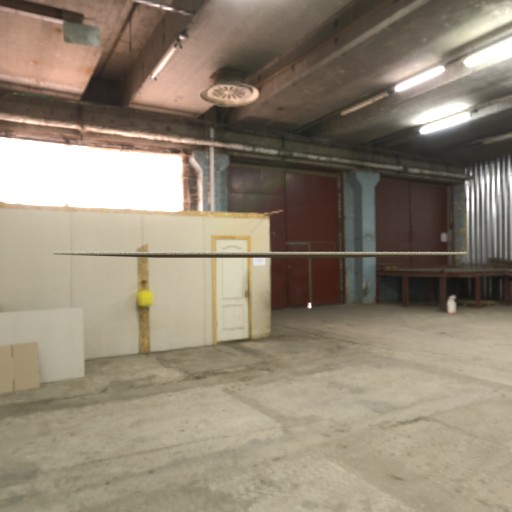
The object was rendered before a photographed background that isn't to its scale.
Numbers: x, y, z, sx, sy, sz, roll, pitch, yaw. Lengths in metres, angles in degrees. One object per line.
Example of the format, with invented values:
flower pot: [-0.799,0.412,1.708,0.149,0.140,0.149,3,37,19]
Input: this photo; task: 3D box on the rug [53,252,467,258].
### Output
rug: [0.000,0.000,4.121,2.441,0.015,3.050,0,-1,-1]
